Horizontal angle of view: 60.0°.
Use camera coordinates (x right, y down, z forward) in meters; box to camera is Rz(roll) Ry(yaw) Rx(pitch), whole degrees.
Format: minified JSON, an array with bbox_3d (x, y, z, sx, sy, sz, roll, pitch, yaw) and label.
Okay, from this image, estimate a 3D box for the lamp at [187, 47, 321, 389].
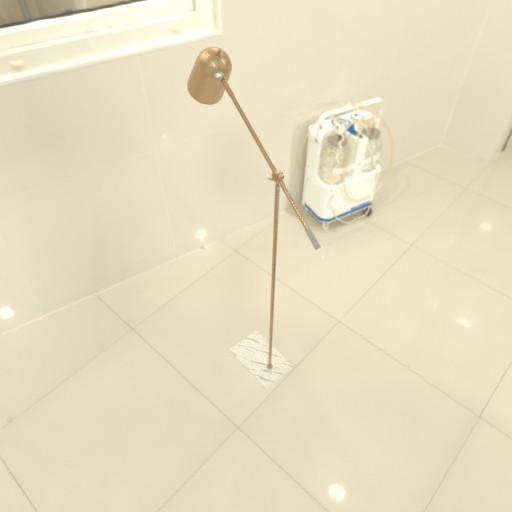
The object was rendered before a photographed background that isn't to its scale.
[{"bbox_3d":[0.000,0.000,1.861,0.194,1.594,0.653,-32,54,-26],"label":"lamp"}]
